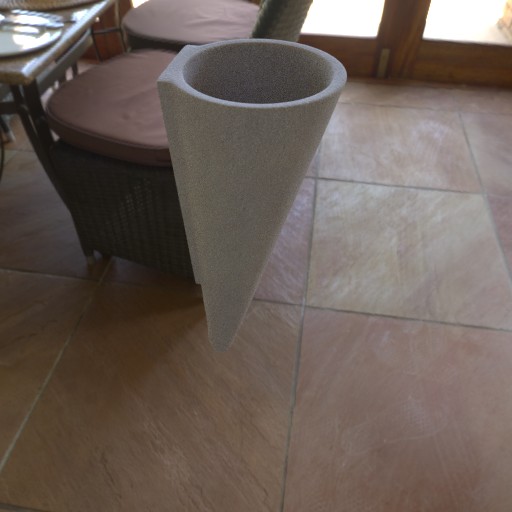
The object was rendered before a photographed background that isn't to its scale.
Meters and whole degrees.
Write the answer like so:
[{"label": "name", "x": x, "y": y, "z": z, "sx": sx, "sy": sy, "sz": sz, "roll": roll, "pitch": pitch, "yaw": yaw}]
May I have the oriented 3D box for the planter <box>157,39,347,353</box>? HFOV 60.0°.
[{"label": "planter", "x": 0.000, "y": 0.000, "z": 0.306, "sx": 0.087, "sy": 0.259, "sz": 0.078, "roll": 9, "pitch": 47, "yaw": 8}]
